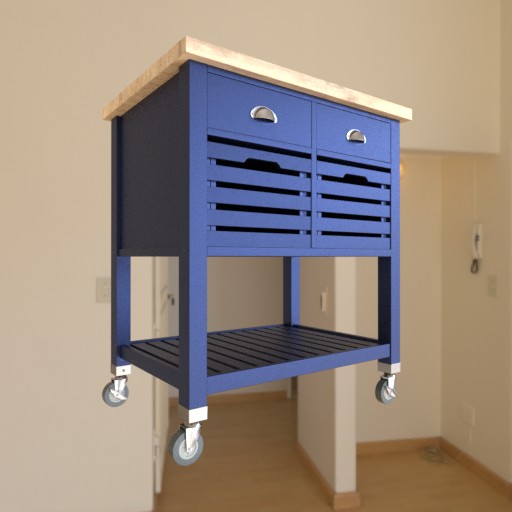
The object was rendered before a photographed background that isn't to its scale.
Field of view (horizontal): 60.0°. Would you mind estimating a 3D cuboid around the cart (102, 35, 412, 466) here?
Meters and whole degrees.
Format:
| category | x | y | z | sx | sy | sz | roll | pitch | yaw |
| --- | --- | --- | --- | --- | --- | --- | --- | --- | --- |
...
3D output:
| category | x | y | z | sx | sy | sz | roll | pitch | yaw |
| --- | --- | --- | --- | --- | --- | --- | --- | --- | --- |
| cart | 0.000 | 0.000 | 1.382 | 0.797 | 0.920 | 0.567 | 0 | 0 | -36 |
